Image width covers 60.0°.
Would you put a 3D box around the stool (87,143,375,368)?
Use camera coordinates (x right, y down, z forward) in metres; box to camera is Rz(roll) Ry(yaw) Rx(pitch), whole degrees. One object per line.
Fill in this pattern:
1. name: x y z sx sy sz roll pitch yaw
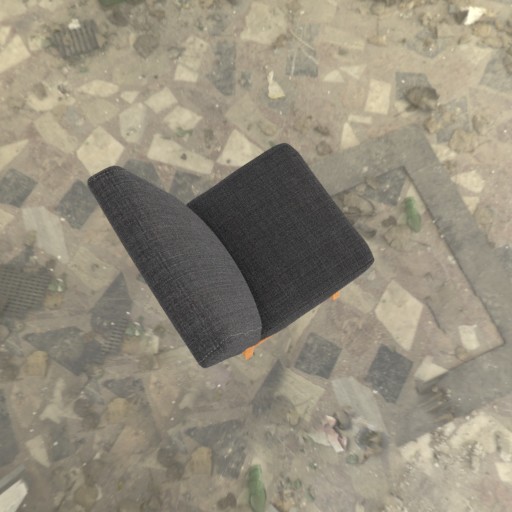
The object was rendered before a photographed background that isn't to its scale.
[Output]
1. stool: 0.000 0.000 1.327 0.526 1.010 0.459 -33 79 -7
